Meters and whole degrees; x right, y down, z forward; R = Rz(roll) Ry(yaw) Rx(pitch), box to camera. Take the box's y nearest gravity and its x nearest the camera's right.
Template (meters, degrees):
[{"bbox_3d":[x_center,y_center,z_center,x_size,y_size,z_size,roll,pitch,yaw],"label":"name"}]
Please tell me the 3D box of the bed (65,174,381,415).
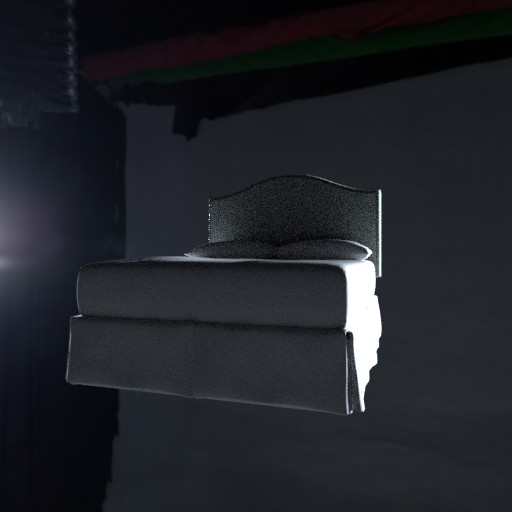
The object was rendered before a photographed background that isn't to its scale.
[{"bbox_3d":[0.000,0.000,3.426,1.813,1.607,2.180,0,0,19],"label":"bed"}]
